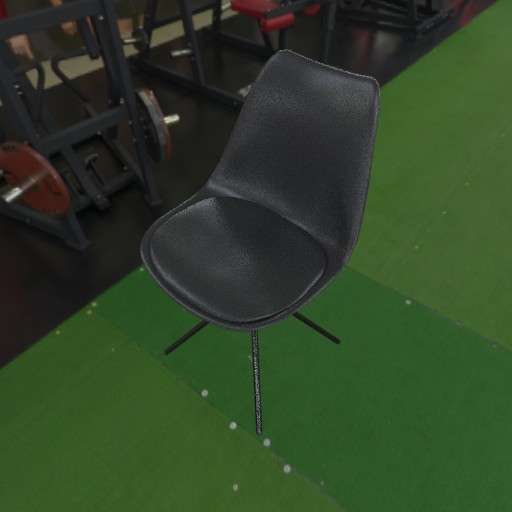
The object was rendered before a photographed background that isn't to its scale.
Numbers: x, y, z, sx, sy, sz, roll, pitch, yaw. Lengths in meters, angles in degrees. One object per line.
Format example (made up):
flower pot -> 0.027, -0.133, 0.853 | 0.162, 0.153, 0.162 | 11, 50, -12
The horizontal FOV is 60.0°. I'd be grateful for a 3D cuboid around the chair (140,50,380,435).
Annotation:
chair -> 0.000, 0.000, 1.159 | 0.461, 0.850, 0.525 | 32, 54, 27
